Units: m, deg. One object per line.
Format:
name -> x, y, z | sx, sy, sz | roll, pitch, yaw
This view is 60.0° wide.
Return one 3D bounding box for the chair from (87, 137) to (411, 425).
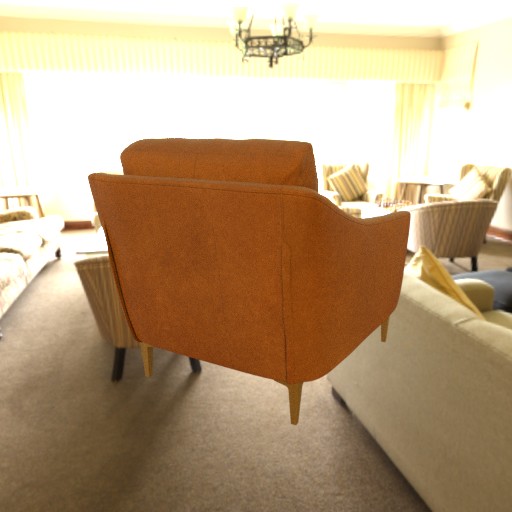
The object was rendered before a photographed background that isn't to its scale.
chair -> 0.000, 0.000, 1.721 | 0.988, 0.895, 0.963 | 8, 18, 27
